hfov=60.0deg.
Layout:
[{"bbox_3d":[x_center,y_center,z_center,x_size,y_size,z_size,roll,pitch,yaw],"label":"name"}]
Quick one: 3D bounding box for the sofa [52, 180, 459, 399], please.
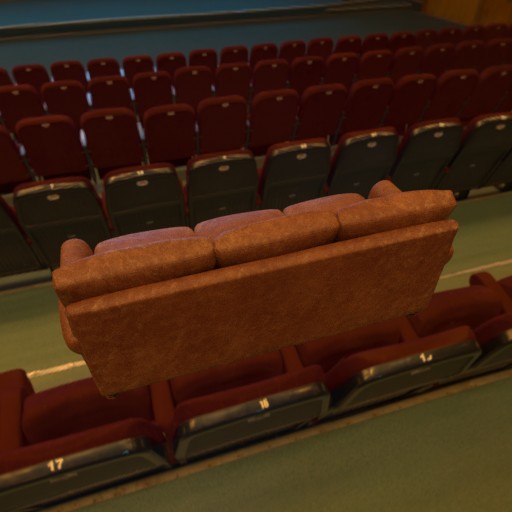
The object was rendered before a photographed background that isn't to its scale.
[{"bbox_3d":[0.000,0.000,2.843,2.351,0.977,0.973,-12,43,-13],"label":"sofa"}]
